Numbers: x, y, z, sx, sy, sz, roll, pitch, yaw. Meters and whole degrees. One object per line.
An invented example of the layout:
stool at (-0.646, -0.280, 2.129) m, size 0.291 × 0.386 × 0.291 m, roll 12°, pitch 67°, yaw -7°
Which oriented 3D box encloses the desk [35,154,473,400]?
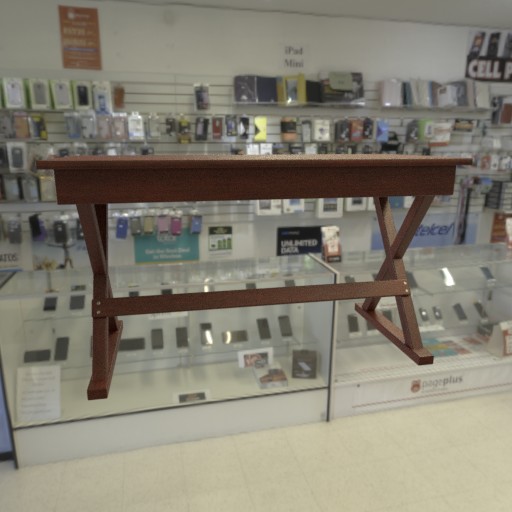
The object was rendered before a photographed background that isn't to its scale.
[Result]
desk at (0.000, 0.000, 1.739) m, size 1.372 × 0.761 × 0.600 m, roll -3°, pitch 14°, yaw -11°
